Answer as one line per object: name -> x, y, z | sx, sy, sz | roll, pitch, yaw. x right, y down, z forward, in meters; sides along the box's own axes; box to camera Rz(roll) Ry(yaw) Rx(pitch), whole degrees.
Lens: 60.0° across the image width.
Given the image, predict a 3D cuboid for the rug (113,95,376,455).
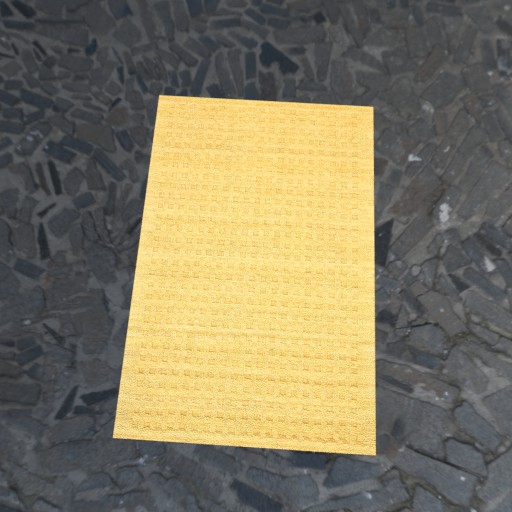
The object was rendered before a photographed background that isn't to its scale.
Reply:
rug -> 0.000, 0.000, 2.860 | 1.524, 0.006, 2.286 | 3, 75, 1
